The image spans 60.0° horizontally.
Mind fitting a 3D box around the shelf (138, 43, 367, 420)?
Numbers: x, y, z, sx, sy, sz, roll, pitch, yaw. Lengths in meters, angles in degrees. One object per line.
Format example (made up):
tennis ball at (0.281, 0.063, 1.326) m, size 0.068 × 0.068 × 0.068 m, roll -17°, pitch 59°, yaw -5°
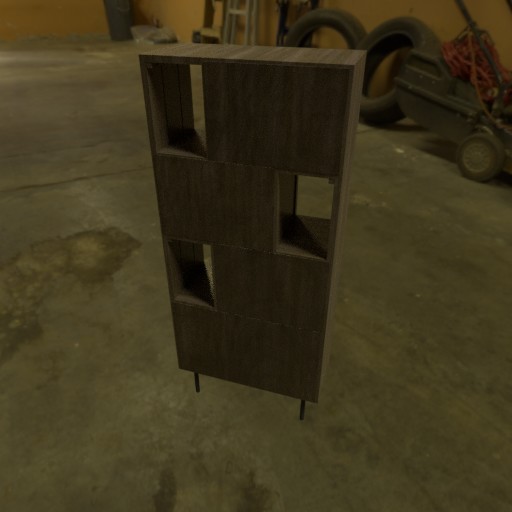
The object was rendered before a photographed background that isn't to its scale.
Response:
shelf at (0.000, 0.000, 1.835) m, size 0.670 × 1.545 × 0.323 m, roll 10°, pitch 33°, yaw 15°
